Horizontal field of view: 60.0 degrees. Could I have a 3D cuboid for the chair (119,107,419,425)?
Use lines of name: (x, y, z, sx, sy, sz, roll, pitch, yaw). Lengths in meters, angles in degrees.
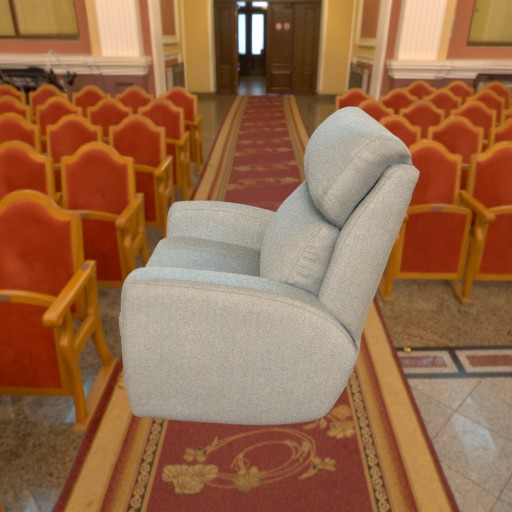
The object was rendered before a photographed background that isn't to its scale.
chair: (0.000, 0.000, 1.661, 0.940, 1.016, 0.794, 1, 26, 2)
